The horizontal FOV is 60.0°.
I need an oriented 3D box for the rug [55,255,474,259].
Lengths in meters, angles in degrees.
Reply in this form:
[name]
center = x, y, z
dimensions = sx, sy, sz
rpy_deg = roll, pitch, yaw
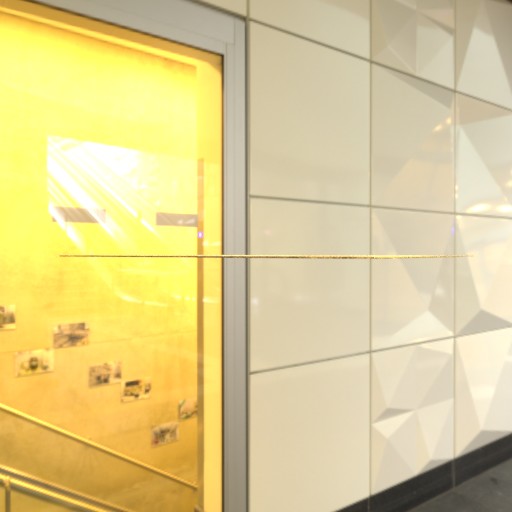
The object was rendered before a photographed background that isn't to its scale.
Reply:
[rug]
center = 0.000, 0.000, 4.239
dimensions = 3.422, 0.015, 2.143
rpy_deg = 0, 0, 37
